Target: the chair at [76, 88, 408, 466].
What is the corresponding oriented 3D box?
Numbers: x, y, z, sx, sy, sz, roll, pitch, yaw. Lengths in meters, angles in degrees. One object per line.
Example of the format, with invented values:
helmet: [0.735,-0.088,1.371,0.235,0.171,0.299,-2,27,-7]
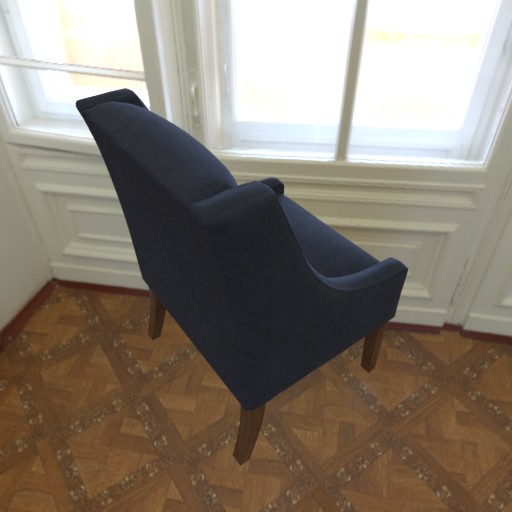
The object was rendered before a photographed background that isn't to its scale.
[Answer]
chair: [0.000,0.000,1.283,0.629,0.895,0.629,-26,47,-27]
